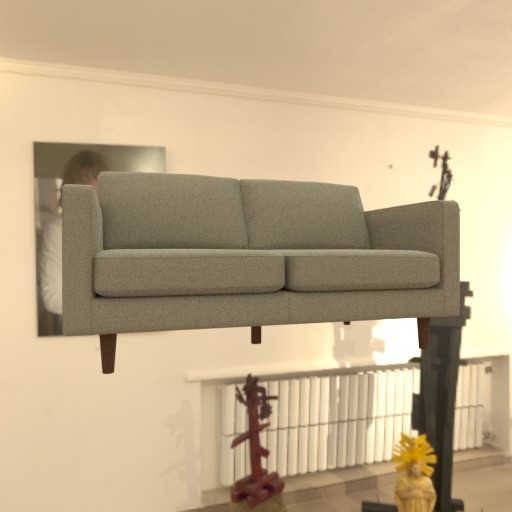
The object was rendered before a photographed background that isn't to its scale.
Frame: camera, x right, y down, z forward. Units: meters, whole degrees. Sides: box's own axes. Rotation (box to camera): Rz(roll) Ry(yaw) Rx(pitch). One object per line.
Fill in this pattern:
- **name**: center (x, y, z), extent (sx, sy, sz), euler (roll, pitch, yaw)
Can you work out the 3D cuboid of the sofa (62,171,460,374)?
- **sofa**: center (0.000, 0.000, 2.261), extent (1.731, 0.900, 1.000), euler (0, 0, -17)
